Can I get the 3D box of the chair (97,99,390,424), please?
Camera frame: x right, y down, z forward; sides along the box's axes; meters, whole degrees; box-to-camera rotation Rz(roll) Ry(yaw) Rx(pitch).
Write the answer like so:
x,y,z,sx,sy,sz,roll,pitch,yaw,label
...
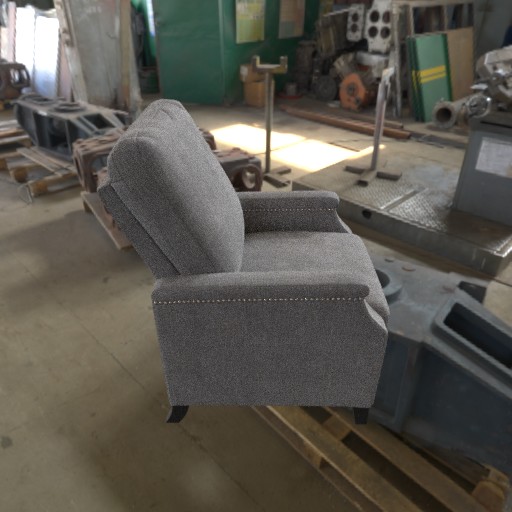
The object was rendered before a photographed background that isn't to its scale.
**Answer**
x,y,z,sx,sy,sz,roll,pitch,yaw,label
0.000,0.000,1.668,0.922,1.049,0.710,0,32,0,chair
